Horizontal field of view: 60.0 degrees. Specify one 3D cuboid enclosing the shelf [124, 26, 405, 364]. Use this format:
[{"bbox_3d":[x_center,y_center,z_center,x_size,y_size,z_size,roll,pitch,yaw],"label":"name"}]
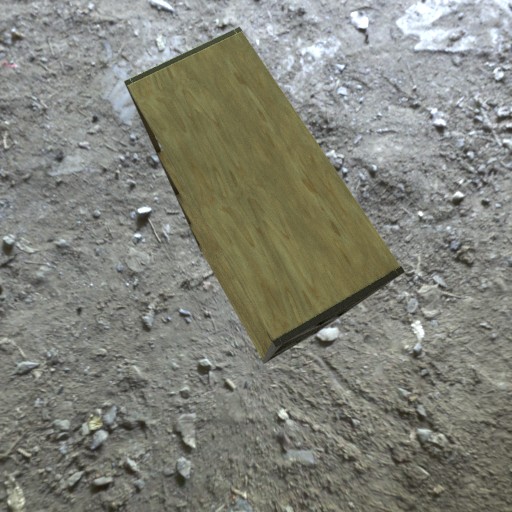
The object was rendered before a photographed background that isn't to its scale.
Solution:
[{"bbox_3d":[0.000,0.000,2.084,0.386,1.803,0.874,-29,77,-7],"label":"shelf"}]
